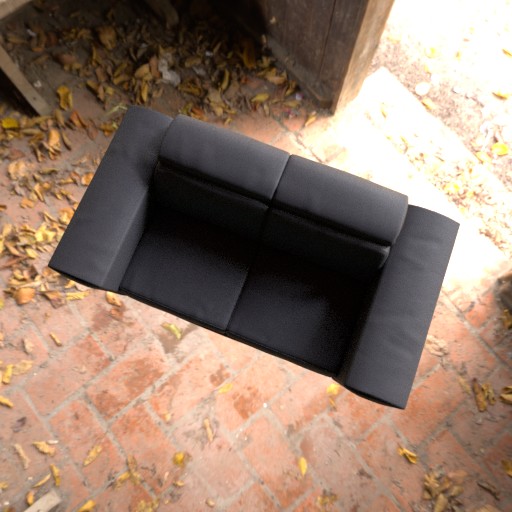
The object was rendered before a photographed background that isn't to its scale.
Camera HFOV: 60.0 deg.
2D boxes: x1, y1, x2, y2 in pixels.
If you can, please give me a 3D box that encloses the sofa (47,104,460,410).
[{"bbox_3d":[0.000,0.000,2.463,1.895,0.779,1.003,21,77,5],"label":"sofa"}]
